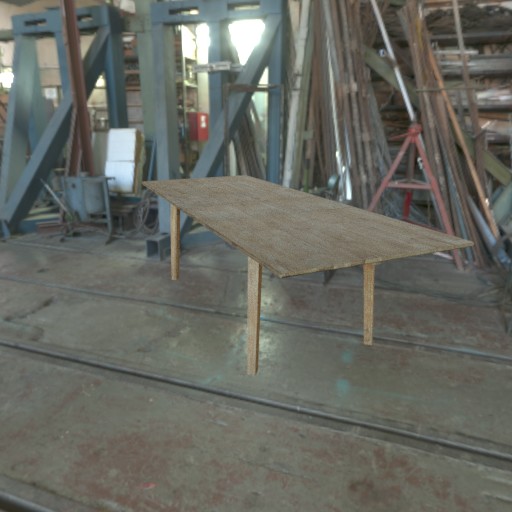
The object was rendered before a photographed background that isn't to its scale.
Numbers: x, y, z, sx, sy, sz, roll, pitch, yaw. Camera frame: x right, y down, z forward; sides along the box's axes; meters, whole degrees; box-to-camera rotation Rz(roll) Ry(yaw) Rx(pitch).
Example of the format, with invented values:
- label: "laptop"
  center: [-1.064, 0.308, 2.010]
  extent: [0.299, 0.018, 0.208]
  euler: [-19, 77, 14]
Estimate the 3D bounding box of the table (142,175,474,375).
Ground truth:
- label: "table"
  center: [0.000, 0.000, 3.074]
  extent: [1.000, 0.752, 2.603]
  euler: [-8, 19, -24]
